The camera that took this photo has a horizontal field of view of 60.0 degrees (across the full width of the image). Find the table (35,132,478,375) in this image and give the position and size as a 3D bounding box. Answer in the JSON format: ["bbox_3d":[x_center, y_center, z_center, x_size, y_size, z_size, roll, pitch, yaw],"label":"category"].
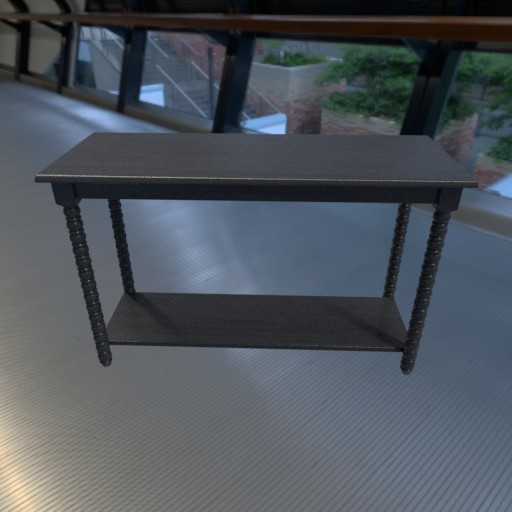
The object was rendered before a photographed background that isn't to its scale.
[{"bbox_3d":[0.000,0.000,1.549,1.184,0.735,0.459,1,30,2],"label":"table"}]
